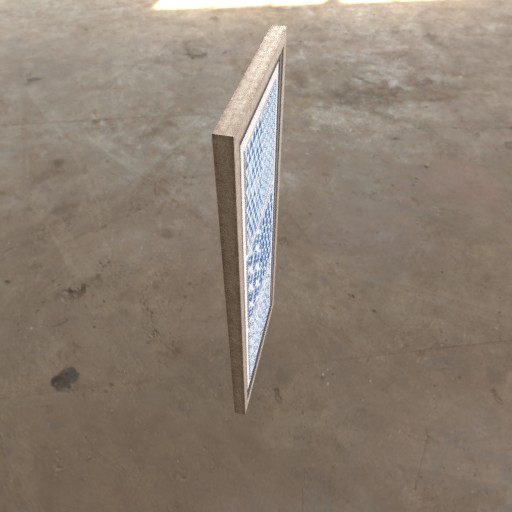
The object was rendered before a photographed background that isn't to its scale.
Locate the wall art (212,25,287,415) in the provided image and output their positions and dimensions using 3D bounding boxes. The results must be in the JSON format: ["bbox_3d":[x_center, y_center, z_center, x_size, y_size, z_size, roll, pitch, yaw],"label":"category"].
[{"bbox_3d":[0.000,0.000,1.720,0.051,1.461,0.648,10,48,9],"label":"wall art"}]
